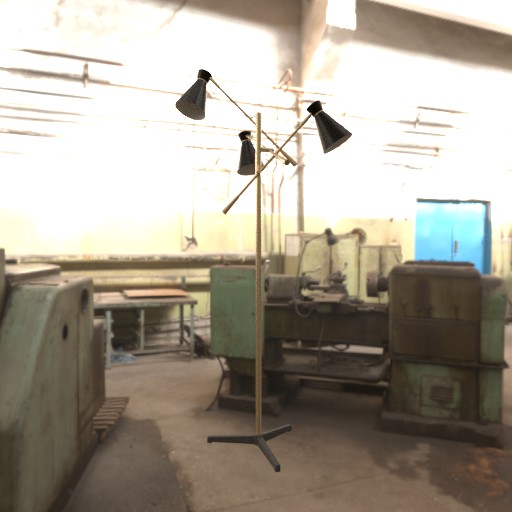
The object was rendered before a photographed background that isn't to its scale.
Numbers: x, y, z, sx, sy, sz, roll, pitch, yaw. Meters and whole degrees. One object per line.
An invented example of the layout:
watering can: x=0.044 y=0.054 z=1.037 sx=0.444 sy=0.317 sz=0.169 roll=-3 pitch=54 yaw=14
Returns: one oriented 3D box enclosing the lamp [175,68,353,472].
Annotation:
lamp: x=0.000 y=0.000 z=2.153 sx=0.750 sy=1.804 sz=0.653 roll=0 pitch=1 yaw=-19
